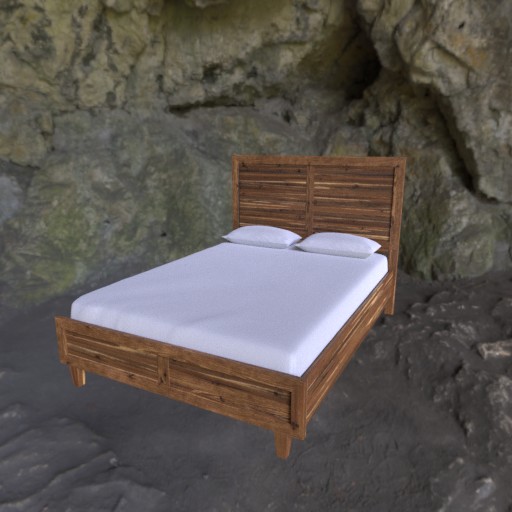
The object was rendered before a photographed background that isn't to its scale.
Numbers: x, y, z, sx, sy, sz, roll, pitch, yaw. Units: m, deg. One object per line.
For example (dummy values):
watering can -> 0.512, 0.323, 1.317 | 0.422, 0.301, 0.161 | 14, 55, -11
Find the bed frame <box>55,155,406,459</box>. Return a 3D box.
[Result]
bed frame -> 0.000, 0.000, 3.347 | 1.696, 1.417, 2.276 | 7, 16, 27
